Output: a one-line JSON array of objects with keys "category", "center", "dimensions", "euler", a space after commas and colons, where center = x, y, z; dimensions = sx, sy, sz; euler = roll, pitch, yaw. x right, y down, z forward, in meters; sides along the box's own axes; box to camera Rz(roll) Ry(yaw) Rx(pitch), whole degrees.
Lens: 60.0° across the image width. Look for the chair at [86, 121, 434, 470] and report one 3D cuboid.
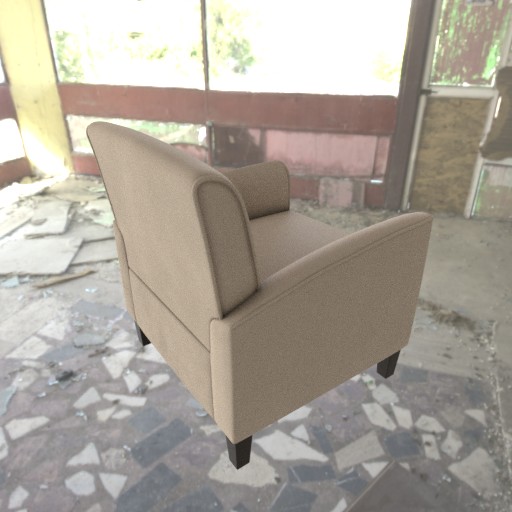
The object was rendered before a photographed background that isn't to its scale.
[{"category": "chair", "center": [0.000, 0.000, 1.547], "dimensions": [0.820, 0.915, 0.820], "euler": [-18, 32, -31]}]
